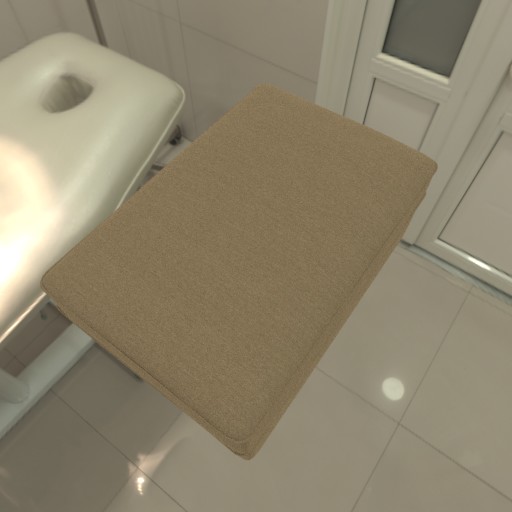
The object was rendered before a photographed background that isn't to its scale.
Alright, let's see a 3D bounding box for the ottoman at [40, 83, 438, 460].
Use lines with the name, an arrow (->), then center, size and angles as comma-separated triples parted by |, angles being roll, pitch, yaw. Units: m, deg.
ottoman -> 0.000, 0.000, 1.305 | 0.636, 0.521, 0.945 | 32, 63, 18
